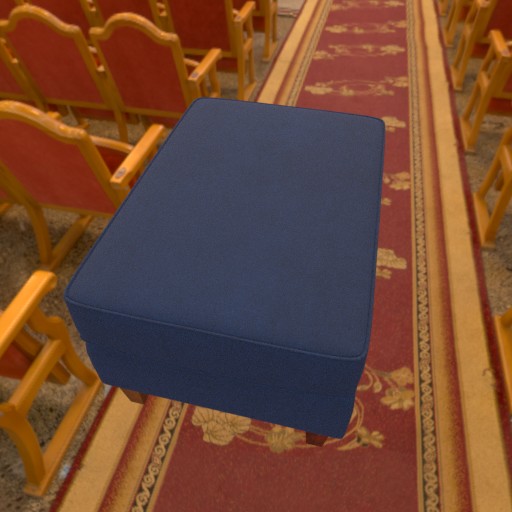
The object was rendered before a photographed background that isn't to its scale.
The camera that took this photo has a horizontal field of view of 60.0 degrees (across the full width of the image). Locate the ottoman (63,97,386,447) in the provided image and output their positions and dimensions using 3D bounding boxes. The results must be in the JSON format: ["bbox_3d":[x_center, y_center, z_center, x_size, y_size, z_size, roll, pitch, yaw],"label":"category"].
[{"bbox_3d":[0.000,0.000,1.402,0.686,0.584,0.965,10,48,9],"label":"ottoman"}]
